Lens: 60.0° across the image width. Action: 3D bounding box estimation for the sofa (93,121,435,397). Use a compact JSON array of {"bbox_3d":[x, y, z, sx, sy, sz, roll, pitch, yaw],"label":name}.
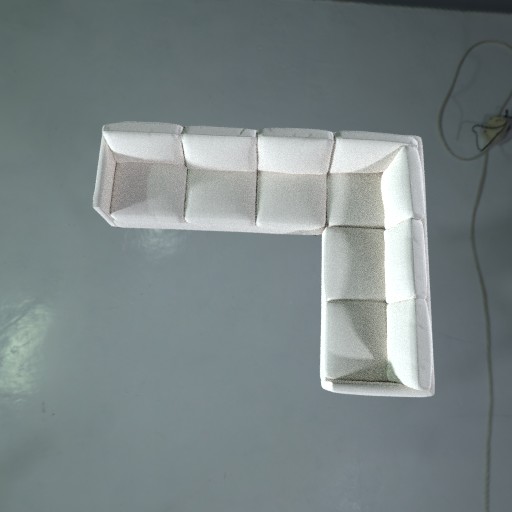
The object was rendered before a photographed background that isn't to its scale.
[{"bbox_3d":[0.000,0.000,4.471,3.302,0.947,2.593,2,76,1],"label":"sofa"}]
